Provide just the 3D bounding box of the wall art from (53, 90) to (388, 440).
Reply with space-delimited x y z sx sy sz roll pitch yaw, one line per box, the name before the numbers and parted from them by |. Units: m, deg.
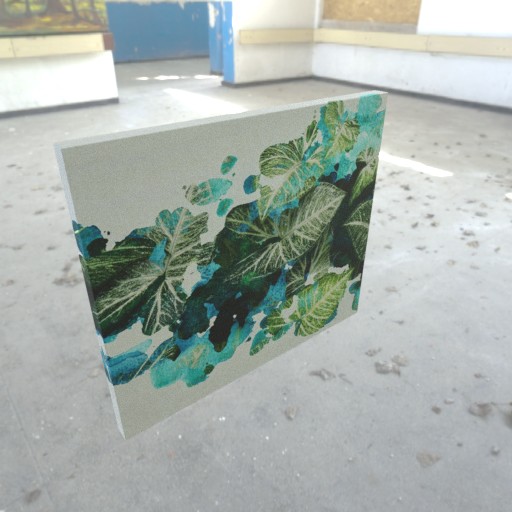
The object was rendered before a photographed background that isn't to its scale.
wall art | 0.000 0.000 0.964 0.711 0.610 0.043 -21 36 -32
